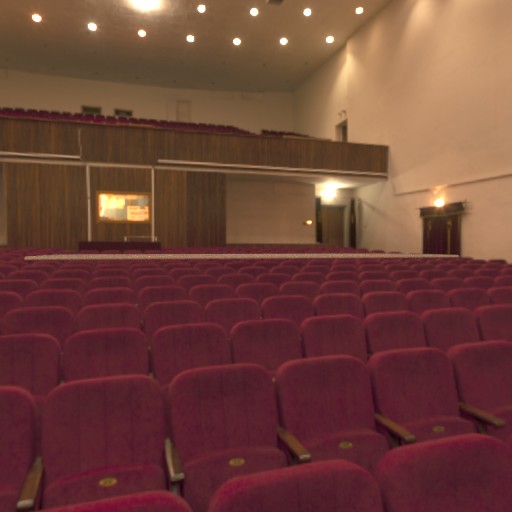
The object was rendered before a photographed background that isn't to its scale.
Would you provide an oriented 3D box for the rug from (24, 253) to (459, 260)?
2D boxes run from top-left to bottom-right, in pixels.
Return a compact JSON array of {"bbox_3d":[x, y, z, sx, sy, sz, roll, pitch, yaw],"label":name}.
[{"bbox_3d":[0.000,0.000,2.557,2.297,0.019,0.659,0,1,-18],"label":"rug"}]
